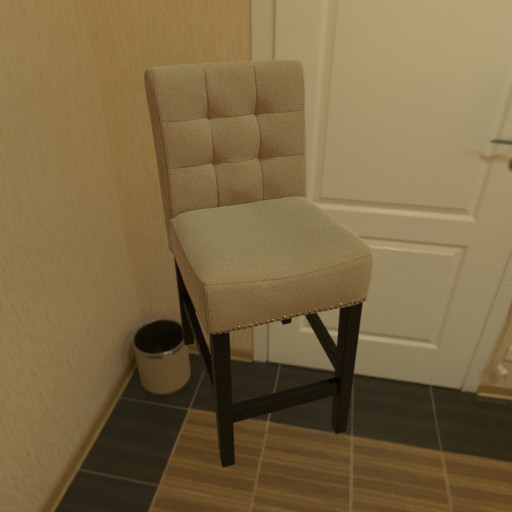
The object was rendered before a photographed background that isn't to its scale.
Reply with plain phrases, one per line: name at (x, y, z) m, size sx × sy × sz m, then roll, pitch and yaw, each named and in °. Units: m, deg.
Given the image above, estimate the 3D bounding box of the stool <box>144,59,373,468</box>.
stool at (0.000, 0.000, 1.181) m, size 0.427 × 0.885 × 0.571 m, roll -10°, pitch 34°, yaw -15°
